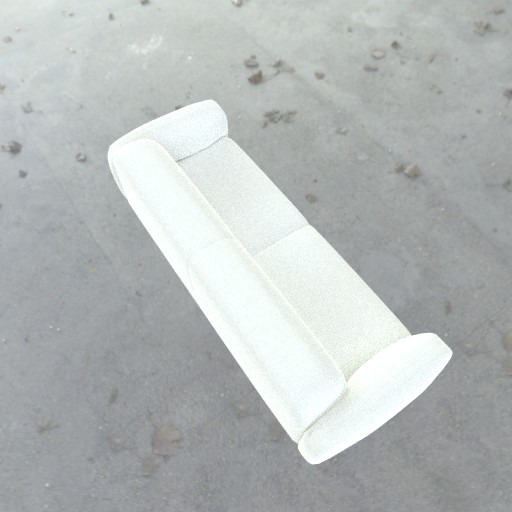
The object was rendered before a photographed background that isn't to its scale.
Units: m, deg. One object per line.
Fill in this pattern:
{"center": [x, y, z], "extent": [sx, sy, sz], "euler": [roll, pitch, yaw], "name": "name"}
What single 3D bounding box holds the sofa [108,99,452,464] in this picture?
{"center": [0.000, 0.000, 2.653], "extent": [0.870, 0.780, 2.280], "euler": [-31, 64, -17], "name": "sofa"}
